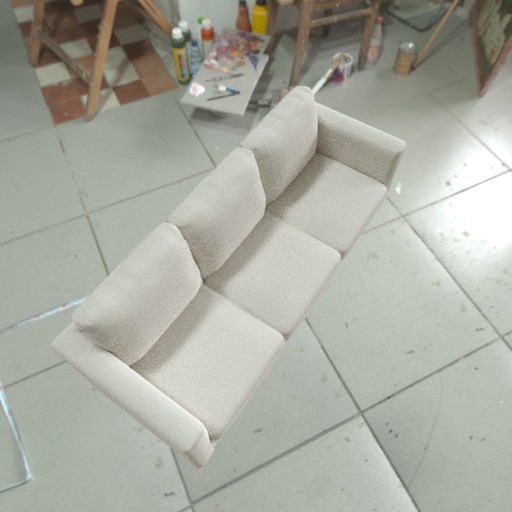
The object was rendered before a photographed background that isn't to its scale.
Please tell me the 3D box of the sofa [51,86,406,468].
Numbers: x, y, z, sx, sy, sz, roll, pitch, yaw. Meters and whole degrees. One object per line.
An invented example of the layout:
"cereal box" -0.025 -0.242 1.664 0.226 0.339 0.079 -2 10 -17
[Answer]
"sofa" 0.000 0.000 2.445 0.802 0.912 2.029 30 63 17
